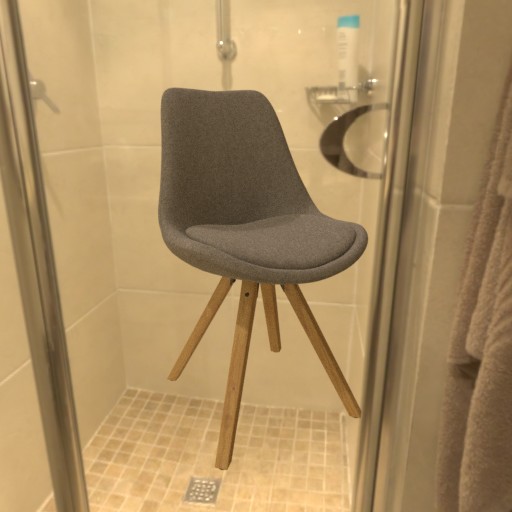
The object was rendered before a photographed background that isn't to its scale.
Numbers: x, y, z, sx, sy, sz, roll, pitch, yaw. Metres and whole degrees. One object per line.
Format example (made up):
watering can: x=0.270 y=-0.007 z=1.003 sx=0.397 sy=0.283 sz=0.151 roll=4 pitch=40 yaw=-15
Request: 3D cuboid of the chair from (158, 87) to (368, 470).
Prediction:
chair: x=0.000 y=0.000 z=1.185 sx=0.483 sy=0.865 sz=0.550 roll=-9 pitch=19 yaw=-27
